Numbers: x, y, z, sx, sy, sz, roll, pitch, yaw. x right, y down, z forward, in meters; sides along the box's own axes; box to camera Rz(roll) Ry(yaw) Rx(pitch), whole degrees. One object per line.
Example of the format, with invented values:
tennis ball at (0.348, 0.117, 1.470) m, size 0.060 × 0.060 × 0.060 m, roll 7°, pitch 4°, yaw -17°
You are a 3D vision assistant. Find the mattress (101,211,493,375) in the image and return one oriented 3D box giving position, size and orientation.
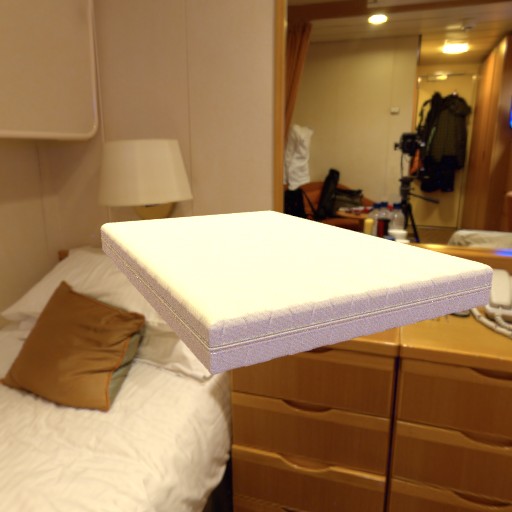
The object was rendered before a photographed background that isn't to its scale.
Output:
mattress at (0.000, 0.000, 2.567) m, size 1.400 × 0.200 × 2.000 m, roll -7°, pitch 16°, yaw -27°
